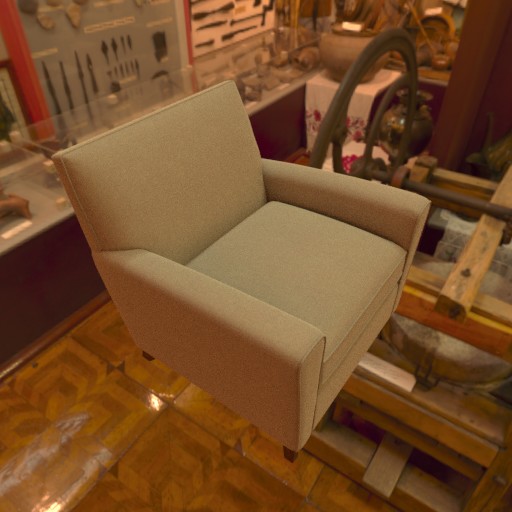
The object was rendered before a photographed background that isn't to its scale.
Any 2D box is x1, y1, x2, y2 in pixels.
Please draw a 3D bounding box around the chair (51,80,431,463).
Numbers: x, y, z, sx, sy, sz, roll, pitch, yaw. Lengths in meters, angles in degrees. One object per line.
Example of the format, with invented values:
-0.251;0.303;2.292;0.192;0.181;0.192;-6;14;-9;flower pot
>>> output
0.000;0.000;1.538;0.871;0.846;0.840;25;46;27;chair
